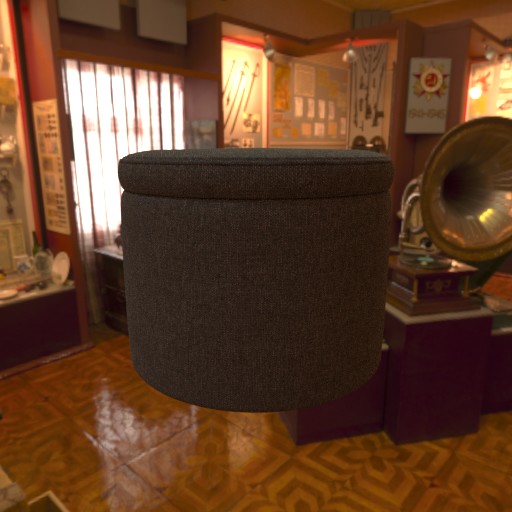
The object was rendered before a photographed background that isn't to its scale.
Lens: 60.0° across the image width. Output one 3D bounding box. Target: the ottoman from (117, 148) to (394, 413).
[{"bbox_3d":[0.000,0.000,0.905,0.520,0.430,0.520,0,13,0],"label":"ottoman"}]
